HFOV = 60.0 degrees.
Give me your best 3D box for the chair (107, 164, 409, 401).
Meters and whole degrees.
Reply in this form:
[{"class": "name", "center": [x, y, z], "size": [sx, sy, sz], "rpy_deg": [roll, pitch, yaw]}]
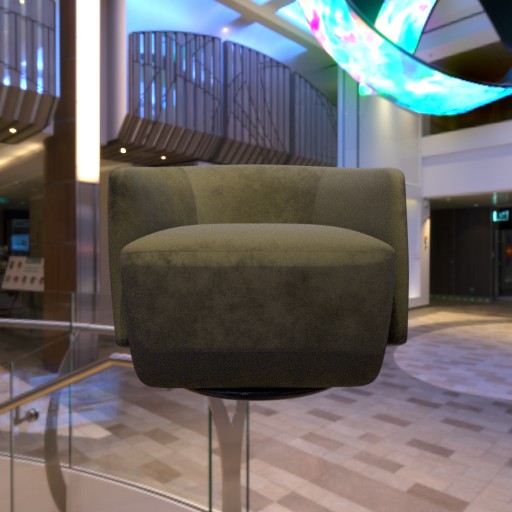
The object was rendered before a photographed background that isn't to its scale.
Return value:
[{"class": "chair", "center": [0.000, 0.000, 1.383], "size": [0.773, 0.698, 0.767], "rpy_deg": [0, 1, -1]}]
